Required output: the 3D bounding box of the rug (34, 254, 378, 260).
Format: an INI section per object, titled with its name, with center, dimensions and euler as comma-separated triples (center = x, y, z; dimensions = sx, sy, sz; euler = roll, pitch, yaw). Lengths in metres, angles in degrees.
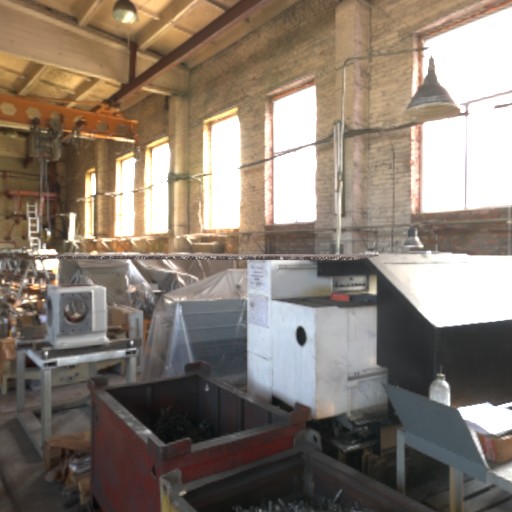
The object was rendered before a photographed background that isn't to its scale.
[rug]
center = 0.000, 0.000, 2.349
dimensions = 1.186, 0.012, 1.814
euler = 0, 0, 18
